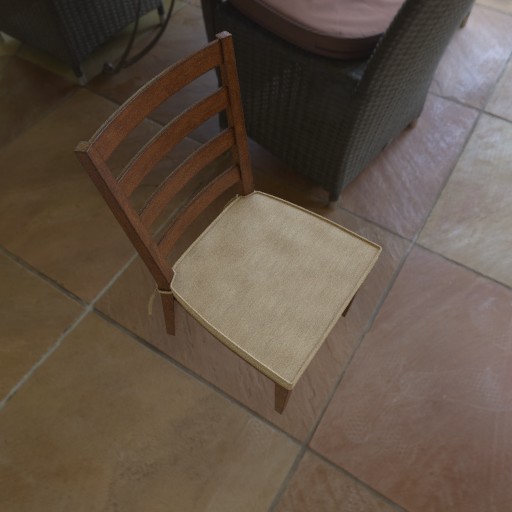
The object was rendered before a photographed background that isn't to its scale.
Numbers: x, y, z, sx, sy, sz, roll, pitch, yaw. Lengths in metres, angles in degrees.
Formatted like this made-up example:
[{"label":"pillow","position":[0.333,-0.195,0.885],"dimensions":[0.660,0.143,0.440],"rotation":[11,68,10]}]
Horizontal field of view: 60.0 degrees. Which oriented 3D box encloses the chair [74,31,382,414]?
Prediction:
[{"label":"chair","position":[0.000,0.000,1.330],"dimensions":[0.595,0.979,0.593],"rotation":[31,64,17]}]
